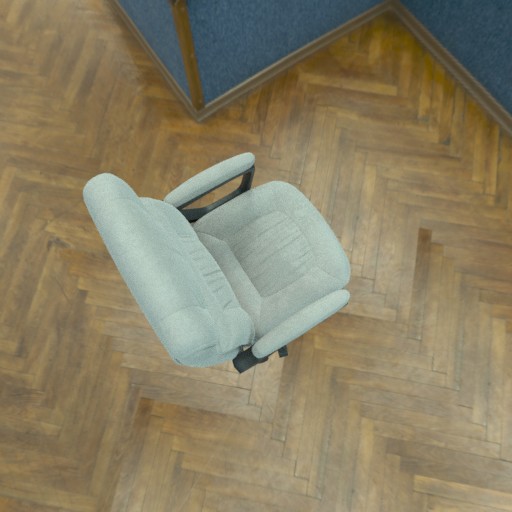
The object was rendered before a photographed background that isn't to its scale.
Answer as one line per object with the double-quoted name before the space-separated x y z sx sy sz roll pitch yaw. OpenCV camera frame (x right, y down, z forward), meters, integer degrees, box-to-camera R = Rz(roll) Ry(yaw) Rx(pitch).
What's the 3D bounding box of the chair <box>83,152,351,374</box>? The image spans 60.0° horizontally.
"chair" 0.000 0.000 1.542 0.724 1.105 0.667 -31 76 -9
